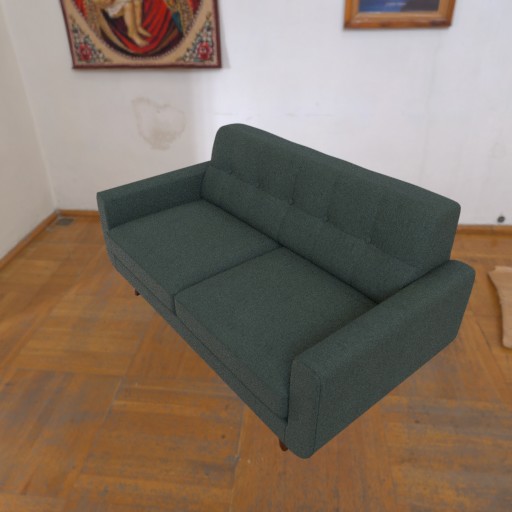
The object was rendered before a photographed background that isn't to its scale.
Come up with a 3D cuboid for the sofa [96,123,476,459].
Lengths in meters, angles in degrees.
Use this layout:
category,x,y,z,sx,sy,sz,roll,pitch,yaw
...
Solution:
category,x,y,z,sx,sy,sz,roll,pitch,yaw
sofa,0.000,0.000,2.087,0.909,0.841,1.631,-23,39,-32
